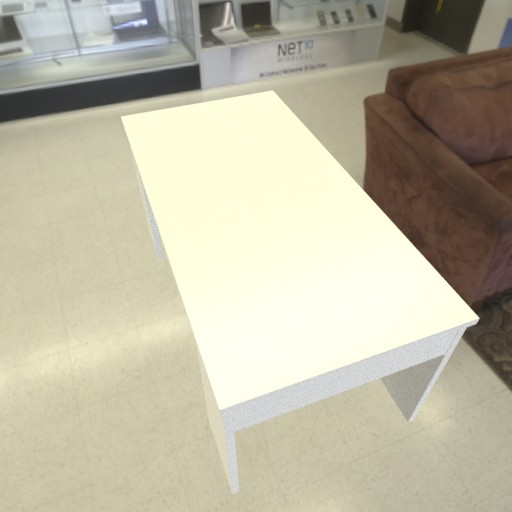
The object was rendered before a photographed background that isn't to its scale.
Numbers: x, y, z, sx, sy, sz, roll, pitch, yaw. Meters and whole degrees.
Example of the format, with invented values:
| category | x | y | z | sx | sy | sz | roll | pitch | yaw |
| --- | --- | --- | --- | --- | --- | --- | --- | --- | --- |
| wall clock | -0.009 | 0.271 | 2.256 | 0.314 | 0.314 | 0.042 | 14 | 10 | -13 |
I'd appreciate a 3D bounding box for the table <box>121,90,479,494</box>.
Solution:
| category | x | y | z | sx | sy | sz | roll | pitch | yaw |
| --- | --- | --- | --- | --- | --- | --- | --- | --- | --- |
| table | 0.000 | 0.000 | 1.235 | 0.500 | 0.440 | 1.000 | -15 | 47 | -14 |
